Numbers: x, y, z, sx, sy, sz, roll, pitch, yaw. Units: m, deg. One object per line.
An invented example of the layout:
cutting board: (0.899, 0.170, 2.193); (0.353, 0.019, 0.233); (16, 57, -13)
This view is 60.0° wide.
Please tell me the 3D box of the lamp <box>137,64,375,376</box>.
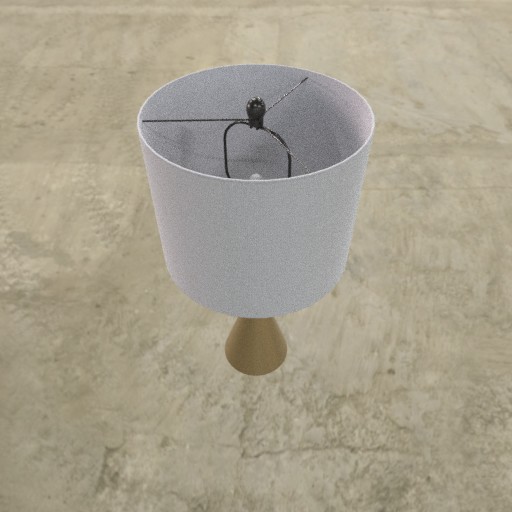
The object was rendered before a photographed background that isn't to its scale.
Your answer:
lamp: (0.000, 0.000, 0.766); (0.304, 0.573, 0.304); (24, 50, 21)
